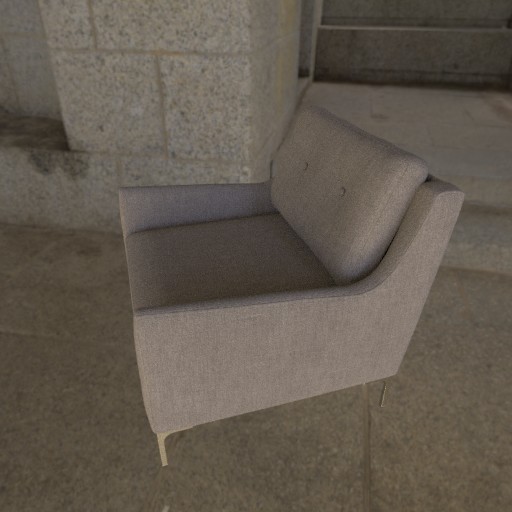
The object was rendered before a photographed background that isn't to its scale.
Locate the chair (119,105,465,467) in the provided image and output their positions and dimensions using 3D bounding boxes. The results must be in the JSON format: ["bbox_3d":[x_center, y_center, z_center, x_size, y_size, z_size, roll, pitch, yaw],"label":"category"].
[{"bbox_3d":[0.000,0.000,1.498,0.849,0.828,0.847,-9,32,-15],"label":"chair"}]
